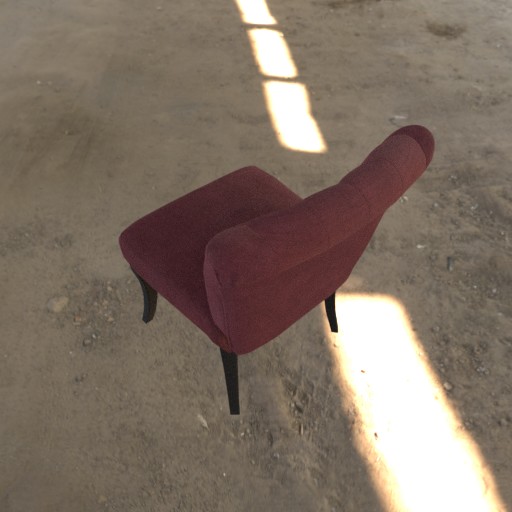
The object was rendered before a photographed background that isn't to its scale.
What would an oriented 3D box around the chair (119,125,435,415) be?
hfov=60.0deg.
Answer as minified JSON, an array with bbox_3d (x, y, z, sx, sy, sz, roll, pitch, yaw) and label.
[{"bbox_3d":[0.000,0.000,1.185,0.582,0.750,0.605,-33,54,-28],"label":"chair"}]
